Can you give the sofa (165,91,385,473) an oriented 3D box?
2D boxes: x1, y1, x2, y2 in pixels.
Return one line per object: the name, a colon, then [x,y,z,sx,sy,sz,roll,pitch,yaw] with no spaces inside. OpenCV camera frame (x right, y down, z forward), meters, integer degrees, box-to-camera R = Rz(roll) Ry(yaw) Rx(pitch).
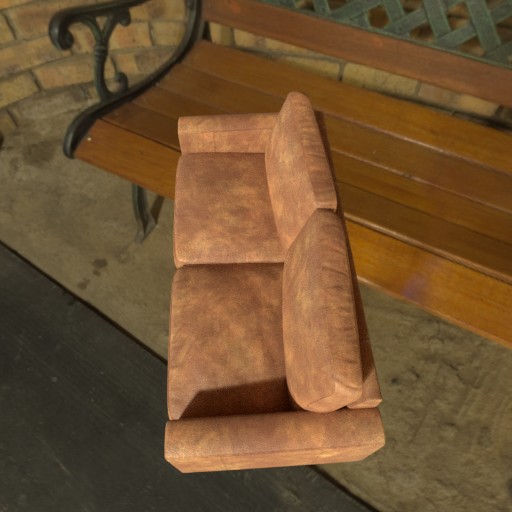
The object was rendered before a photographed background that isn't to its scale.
sofa: [0.000,0.000,2.604,1.016,0.873,2.179,-3,59,-2]
